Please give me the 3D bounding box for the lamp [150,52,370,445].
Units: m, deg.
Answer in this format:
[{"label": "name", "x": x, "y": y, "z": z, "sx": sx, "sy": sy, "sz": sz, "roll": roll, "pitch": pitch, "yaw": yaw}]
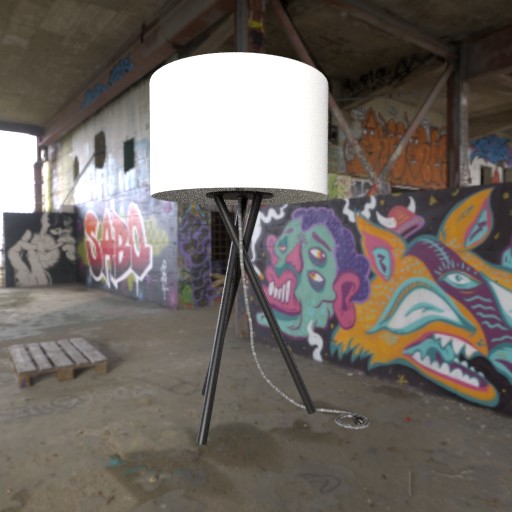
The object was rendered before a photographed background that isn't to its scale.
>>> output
[{"label": "lamp", "x": 0.000, "y": 0.000, "z": 0.918, "sx": 0.422, "sy": 0.674, "sz": 0.353, "roll": -1, "pitch": 2, "yaw": -17}]
